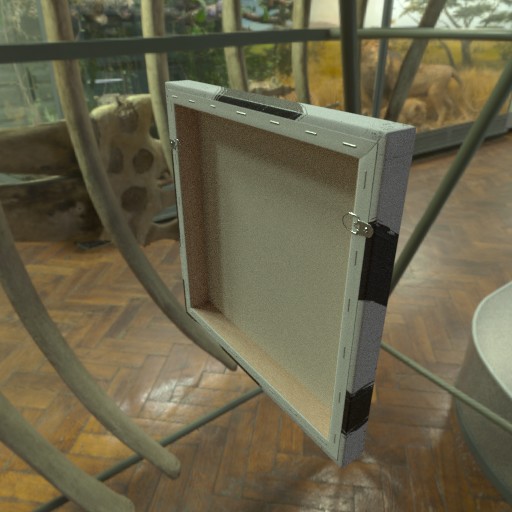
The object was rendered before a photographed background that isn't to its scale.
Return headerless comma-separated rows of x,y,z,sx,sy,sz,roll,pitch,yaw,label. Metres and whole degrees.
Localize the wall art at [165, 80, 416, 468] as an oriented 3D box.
0.000,0.000,0.748,0.050,0.508,0.507,-19,33,-31,wall art
